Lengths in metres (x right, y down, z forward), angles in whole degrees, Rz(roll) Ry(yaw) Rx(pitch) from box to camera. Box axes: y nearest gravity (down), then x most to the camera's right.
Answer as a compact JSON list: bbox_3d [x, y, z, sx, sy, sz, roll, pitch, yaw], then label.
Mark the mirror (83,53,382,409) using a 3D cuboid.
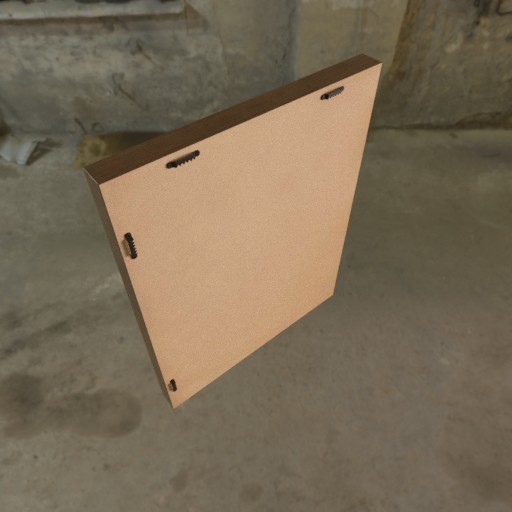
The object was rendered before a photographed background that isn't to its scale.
[{"bbox_3d":[0.000,0.000,0.698,0.406,0.509,0.041,-31,55,-25],"label":"mirror"}]
